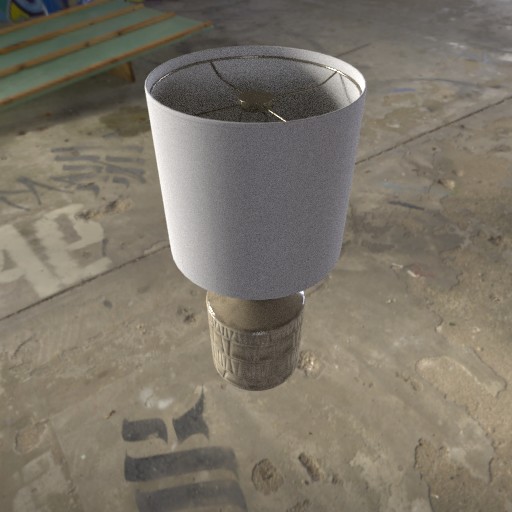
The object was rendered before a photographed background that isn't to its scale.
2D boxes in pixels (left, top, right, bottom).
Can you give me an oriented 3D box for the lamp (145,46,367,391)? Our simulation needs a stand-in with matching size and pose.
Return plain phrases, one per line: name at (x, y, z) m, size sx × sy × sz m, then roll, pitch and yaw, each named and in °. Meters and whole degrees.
lamp at (0.000, 0.000, 0.576) m, size 0.211 × 0.455 × 0.211 m, roll -11°, pitch 42°, yaw -13°
